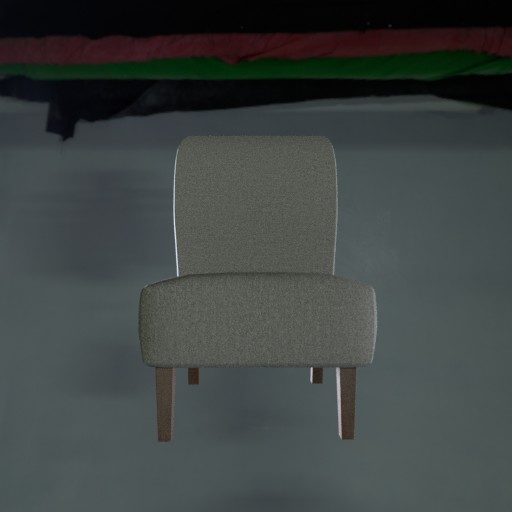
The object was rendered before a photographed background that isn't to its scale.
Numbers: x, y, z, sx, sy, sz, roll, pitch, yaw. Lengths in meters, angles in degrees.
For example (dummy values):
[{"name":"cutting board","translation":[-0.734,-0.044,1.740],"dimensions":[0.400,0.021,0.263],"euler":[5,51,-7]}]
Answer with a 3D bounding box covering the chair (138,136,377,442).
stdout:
[{"name":"chair","translation":[0.000,0.000,1.204],"dimensions":[0.513,0.804,0.592],"euler":[0,-1,-2]}]
